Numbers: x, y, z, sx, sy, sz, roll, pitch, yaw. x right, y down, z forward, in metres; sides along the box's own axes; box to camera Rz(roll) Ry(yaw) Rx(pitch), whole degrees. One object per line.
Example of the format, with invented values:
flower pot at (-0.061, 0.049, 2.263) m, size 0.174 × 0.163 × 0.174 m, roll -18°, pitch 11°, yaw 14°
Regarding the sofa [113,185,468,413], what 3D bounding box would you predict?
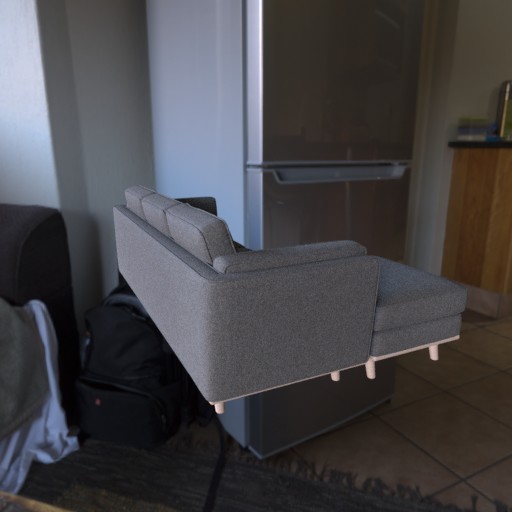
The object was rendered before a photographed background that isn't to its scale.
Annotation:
sofa at (0.000, 0.000, 3.188) m, size 1.604 × 0.929 × 2.411 m, roll -7°, pitch 16°, yaw -25°
